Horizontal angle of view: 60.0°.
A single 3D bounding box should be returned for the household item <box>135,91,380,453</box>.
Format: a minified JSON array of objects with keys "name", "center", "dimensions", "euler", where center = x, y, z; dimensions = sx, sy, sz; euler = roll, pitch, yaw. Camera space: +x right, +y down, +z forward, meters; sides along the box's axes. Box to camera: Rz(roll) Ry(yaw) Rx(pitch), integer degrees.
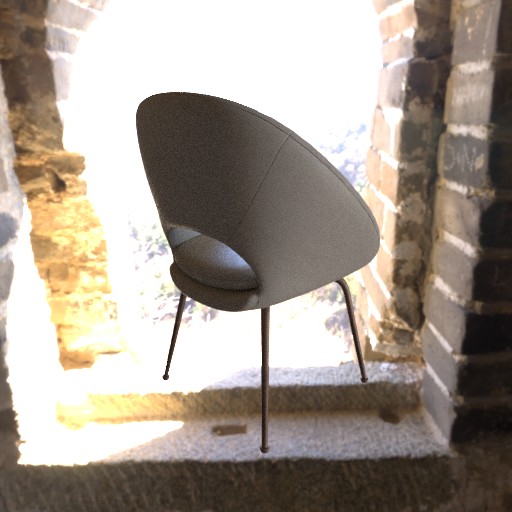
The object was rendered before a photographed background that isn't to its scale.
[{"name":"household item","center":[0.000,0.000,1.253],"dimensions":[0.573,0.852,0.623],"euler":[-16,23,-42]}]
